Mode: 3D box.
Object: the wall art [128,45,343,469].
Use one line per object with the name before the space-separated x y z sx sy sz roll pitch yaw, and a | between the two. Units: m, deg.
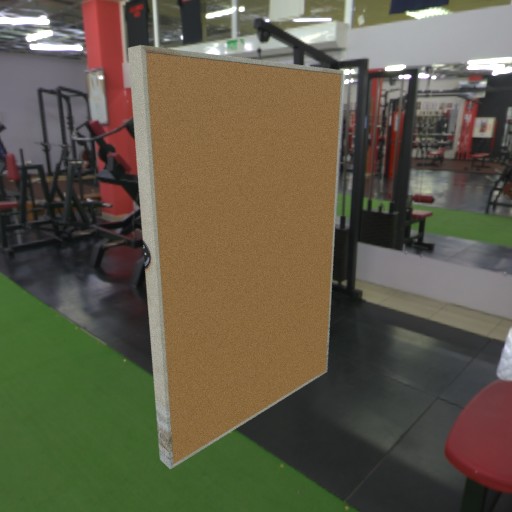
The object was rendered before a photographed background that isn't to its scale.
wall art | 0.000 0.000 0.944 0.508 0.764 0.038 -16 23 -42
